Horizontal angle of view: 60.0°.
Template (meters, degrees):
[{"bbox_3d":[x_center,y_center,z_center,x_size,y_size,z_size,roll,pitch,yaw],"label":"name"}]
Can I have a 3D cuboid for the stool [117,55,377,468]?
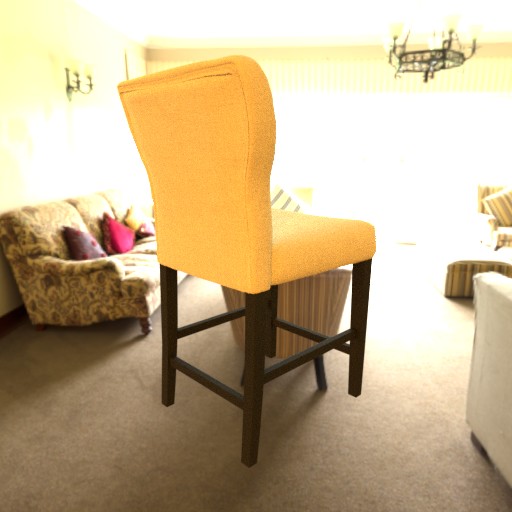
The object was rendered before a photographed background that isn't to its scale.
[{"bbox_3d":[0.000,0.000,1.308,0.603,0.972,0.514,-13,19,-42],"label":"stool"}]
